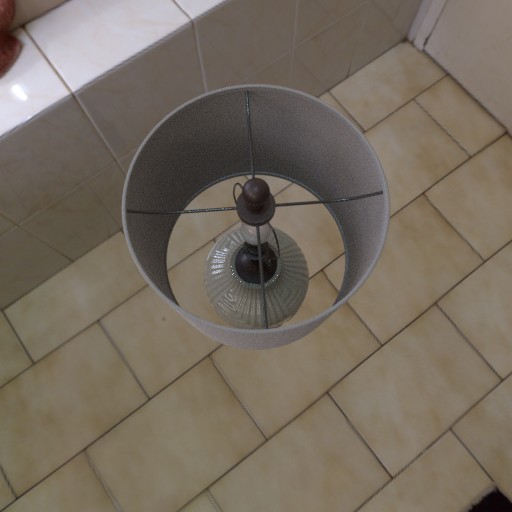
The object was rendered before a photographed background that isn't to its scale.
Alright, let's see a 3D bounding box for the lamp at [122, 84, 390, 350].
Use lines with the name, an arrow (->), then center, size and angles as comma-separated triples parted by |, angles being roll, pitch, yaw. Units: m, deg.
lamp -> 0.000, 0.000, 0.764 | 0.318, 0.567, 0.318 | 0, 74, 0
